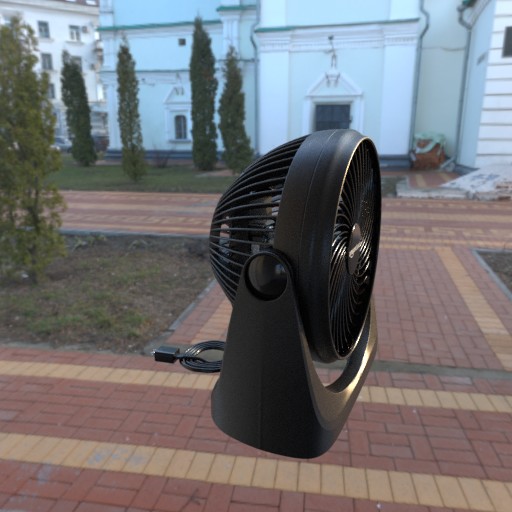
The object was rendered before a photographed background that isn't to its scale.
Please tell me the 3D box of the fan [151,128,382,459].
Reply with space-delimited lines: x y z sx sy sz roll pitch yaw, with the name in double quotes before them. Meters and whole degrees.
"fan" 0.000 0.000 0.505 0.256 0.277 0.273 7 16 25
